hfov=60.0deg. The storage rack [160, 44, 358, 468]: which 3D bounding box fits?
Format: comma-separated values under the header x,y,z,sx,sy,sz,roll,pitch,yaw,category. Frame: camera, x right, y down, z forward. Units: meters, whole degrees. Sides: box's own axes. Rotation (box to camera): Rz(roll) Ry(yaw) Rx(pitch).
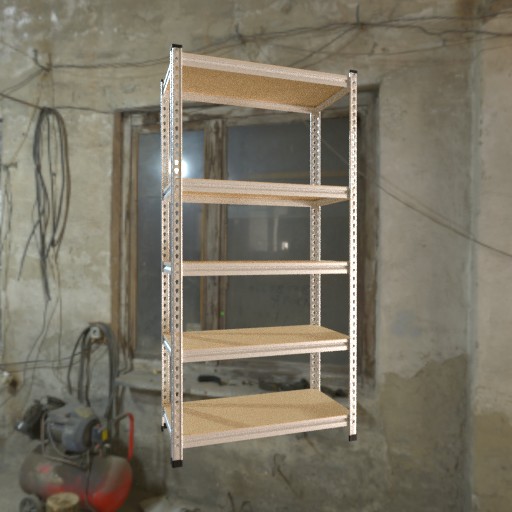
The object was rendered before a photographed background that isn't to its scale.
x,y,z,sx,sy,sz,roll,pitch,yaw,category
0.000,0.000,2.267,0.914,1.829,0.457,0,0,-18,storage rack
